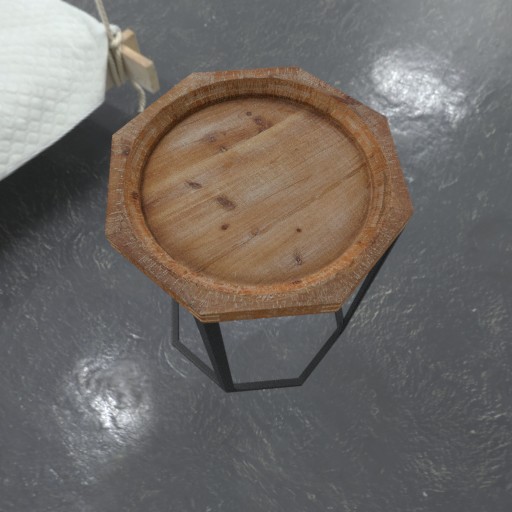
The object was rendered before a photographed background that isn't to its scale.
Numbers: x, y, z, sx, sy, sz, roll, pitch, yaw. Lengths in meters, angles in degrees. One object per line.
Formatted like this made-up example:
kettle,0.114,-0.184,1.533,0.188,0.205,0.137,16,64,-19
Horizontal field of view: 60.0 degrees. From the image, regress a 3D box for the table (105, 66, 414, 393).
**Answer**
table,0.000,0.000,0.885,0.458,0.543,0.458,16,64,8
